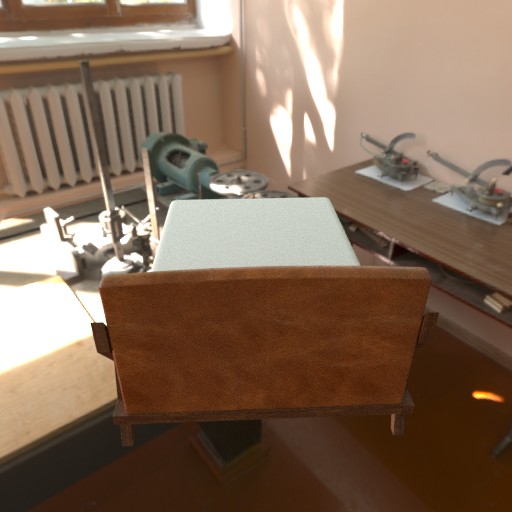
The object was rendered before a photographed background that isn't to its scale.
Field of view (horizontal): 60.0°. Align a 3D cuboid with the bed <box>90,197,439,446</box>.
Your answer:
[{"bbox_3d":[0.000,0.000,3.259,1.651,1.168,2.311,-1,31,-2],"label":"bed"}]
